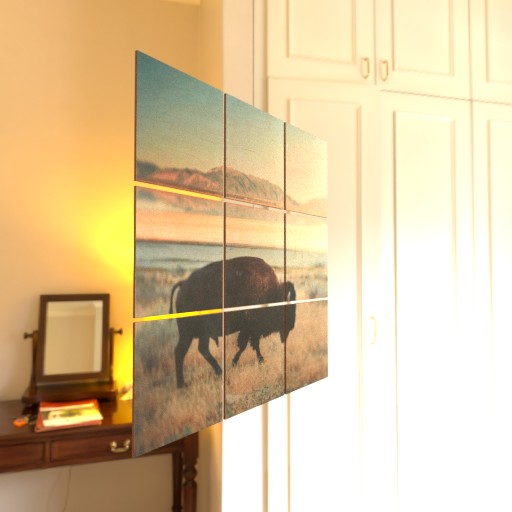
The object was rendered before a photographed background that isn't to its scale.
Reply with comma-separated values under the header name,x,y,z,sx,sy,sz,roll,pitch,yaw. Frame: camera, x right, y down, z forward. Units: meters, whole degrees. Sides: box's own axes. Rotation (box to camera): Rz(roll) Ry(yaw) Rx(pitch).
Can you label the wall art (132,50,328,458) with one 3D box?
name,x,y,z,sx,sy,sz,roll,pitch,yaw
wall art,0.000,0.000,2.282,0.019,1.532,1.533,-1,-2,37
